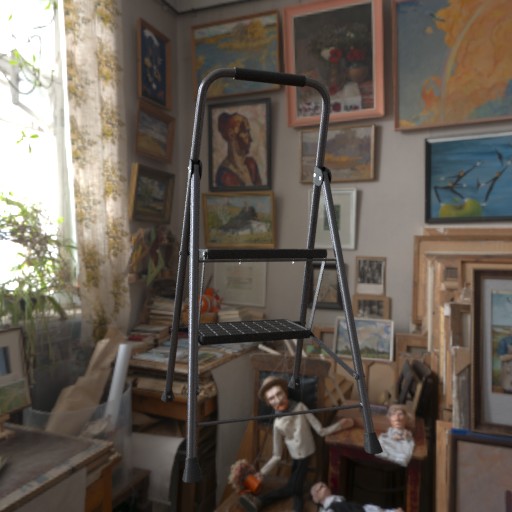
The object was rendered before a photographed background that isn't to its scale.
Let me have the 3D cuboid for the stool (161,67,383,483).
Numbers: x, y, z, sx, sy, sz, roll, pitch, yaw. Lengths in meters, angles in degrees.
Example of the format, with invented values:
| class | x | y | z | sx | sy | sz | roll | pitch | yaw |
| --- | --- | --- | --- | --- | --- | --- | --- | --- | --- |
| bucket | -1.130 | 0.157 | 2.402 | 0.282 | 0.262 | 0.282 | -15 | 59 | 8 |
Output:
| class | x | y | z | sx | sy | sz | roll | pitch | yaw |
| --- | --- | --- | --- | --- | --- | --- | --- | --- | --- |
| stool | 0.000 | 0.000 | 1.160 | 0.450 | 0.872 | 0.514 | 0 | 1 | -17 |
